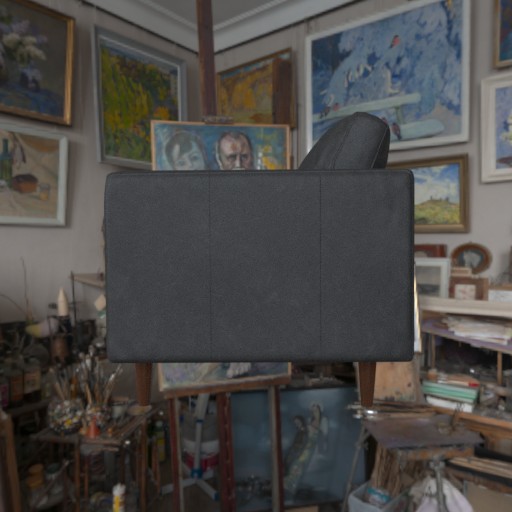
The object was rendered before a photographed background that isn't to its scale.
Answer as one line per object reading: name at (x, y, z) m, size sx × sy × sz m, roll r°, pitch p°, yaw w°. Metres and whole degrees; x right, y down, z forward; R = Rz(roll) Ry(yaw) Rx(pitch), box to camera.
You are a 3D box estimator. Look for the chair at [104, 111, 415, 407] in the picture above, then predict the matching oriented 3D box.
chair at (0.000, 0.000, 1.597) m, size 0.879 × 0.898 × 0.831 m, roll 0°, pitch 2°, yaw 0°
